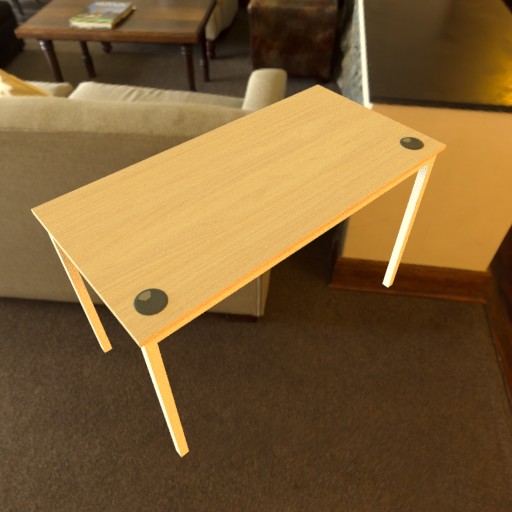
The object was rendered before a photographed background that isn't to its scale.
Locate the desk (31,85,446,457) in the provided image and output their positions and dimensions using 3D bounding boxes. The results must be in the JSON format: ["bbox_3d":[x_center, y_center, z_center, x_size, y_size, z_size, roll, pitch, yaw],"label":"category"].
[{"bbox_3d":[0.000,0.000,1.664,1.200,0.750,0.600,-32,54,-27],"label":"desk"}]
